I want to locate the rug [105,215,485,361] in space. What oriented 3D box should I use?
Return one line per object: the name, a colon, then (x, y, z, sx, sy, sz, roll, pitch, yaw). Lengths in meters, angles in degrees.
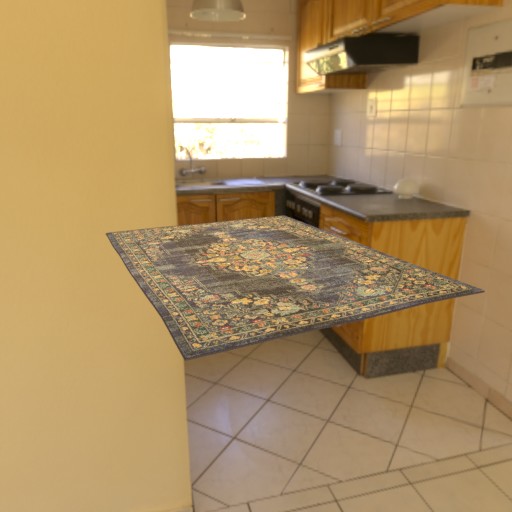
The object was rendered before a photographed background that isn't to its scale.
rug: (0.000, 0.000, 4.870, 2.716, 0.035, 3.612, -8, 19, -24)
